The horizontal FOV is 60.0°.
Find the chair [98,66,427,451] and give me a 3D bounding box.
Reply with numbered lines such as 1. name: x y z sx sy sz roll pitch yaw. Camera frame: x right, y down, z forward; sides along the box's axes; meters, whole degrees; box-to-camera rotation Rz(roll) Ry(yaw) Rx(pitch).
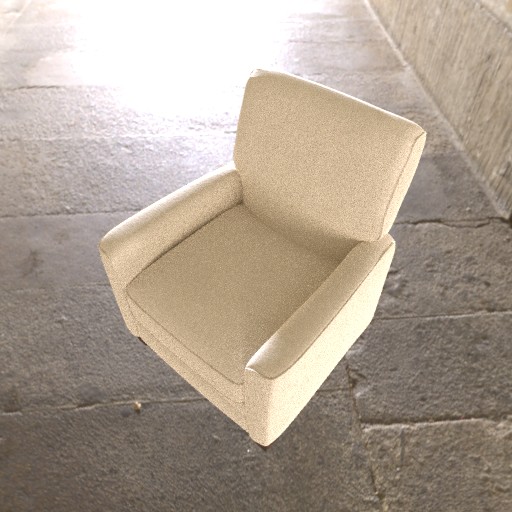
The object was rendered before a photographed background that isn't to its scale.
1. chair: 0.000 0.000 1.646 0.841 1.028 0.858 32 55 26
